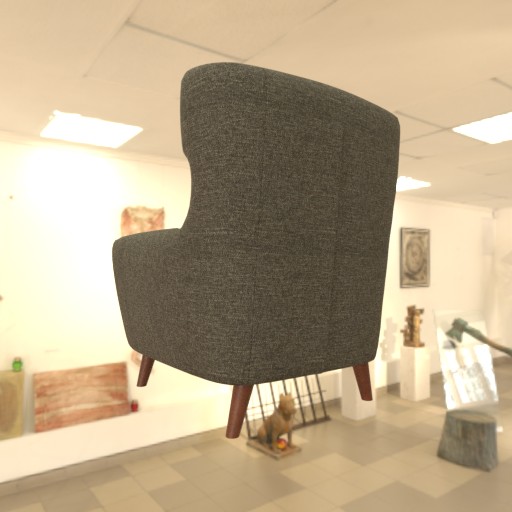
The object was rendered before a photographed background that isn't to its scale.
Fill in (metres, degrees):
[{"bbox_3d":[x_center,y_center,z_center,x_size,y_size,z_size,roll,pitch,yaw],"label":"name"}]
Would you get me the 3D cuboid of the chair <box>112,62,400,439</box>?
[{"bbox_3d":[0.000,0.000,1.705,0.878,1.063,0.904,1,-2,-37],"label":"chair"}]
